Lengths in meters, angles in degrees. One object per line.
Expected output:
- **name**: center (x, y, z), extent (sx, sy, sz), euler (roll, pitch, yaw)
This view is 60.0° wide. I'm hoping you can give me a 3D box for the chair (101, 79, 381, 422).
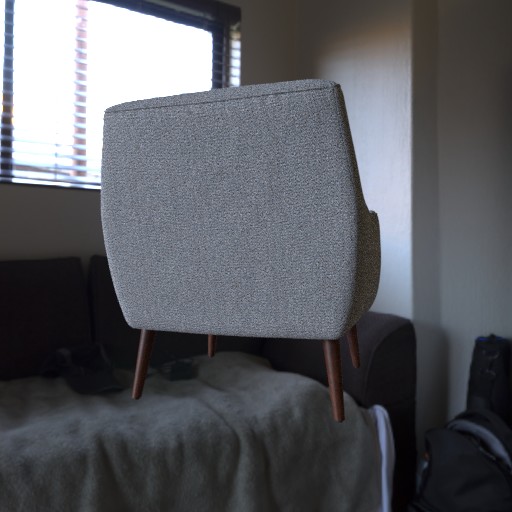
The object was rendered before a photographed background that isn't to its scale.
- **chair**: center (0.000, 0.000, 1.435), extent (0.762, 0.838, 0.787), euler (0, 0, 17)
